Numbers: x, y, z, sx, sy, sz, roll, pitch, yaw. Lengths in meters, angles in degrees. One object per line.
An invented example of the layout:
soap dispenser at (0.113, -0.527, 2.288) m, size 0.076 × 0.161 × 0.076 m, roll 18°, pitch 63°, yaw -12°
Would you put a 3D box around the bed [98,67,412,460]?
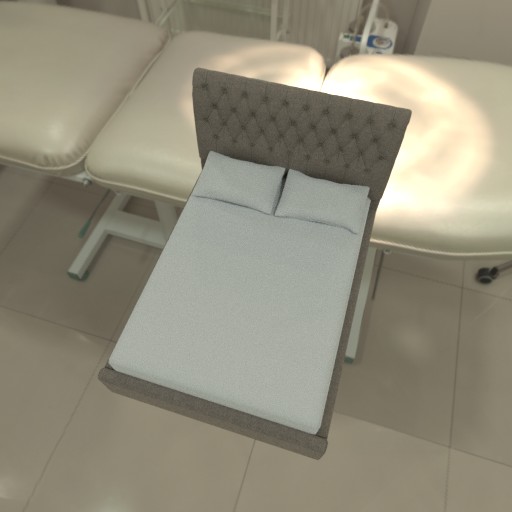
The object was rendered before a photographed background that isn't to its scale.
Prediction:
bed at (0.000, 0.000, 3.293) m, size 1.645 × 1.371 × 2.252 m, roll 15°, pitch 59°, yaw 9°
